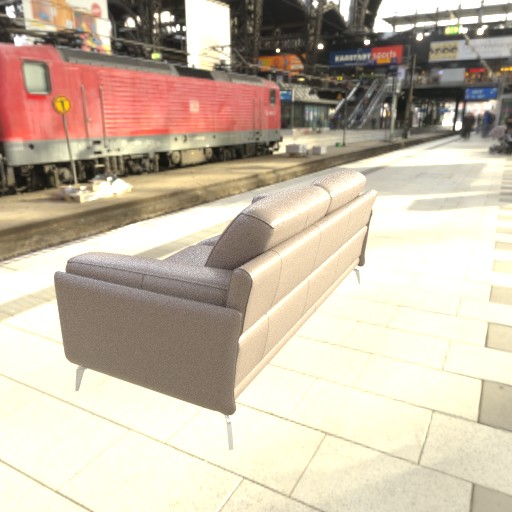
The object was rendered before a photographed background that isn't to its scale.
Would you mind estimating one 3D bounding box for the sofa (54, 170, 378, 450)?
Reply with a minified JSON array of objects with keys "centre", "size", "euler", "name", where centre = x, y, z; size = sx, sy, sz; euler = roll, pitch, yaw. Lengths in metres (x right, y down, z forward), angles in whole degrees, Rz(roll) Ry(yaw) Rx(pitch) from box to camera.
[{"centre":[0.000,0.000,2.623],"size":[1.049,0.930,2.101],"euler":[9,19,25],"name":"sofa"}]
